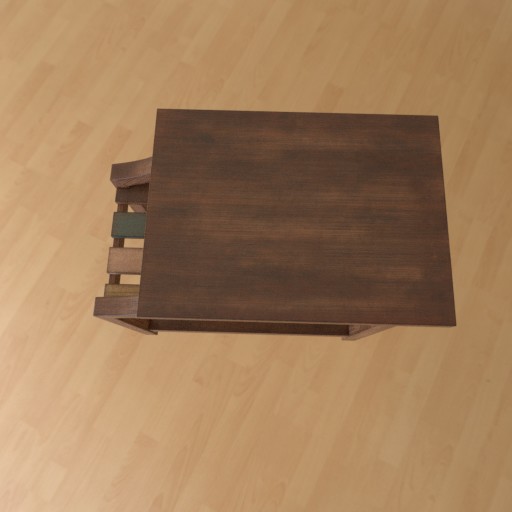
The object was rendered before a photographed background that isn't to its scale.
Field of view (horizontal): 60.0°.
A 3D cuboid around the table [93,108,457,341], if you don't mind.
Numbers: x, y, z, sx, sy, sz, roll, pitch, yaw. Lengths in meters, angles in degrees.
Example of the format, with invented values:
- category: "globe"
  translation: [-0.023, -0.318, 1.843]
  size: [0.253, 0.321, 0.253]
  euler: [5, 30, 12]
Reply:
- category: "table"
  translation: [0.000, 0.000, 0.990]
  size: [0.609, 0.584, 0.356]
  euler: [2, 75, 0]
